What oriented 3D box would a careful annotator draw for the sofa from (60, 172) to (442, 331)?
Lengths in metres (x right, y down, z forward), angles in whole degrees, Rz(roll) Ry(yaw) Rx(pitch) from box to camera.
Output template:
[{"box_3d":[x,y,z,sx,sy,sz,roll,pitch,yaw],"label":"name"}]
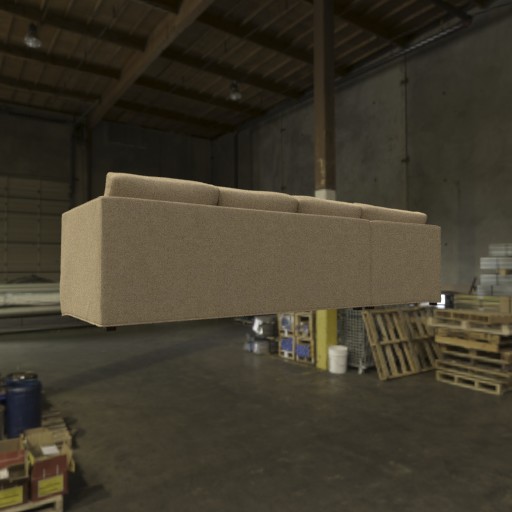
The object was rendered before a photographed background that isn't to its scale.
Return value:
[{"box_3d":[0.000,0.000,3.921,3.198,0.920,1.638,1,-2,-36],"label":"sofa"}]
